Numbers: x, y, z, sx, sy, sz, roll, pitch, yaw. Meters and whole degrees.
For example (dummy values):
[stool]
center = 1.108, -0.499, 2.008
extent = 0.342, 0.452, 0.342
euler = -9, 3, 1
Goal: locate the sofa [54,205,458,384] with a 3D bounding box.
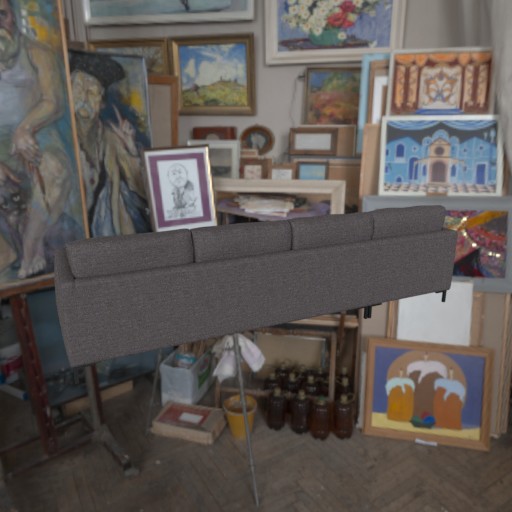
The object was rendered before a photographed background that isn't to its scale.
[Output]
[sofa]
center = 0.000, 0.000, 3.271
extent = 2.731, 0.754, 1.258
euler = -8, 18, -24
